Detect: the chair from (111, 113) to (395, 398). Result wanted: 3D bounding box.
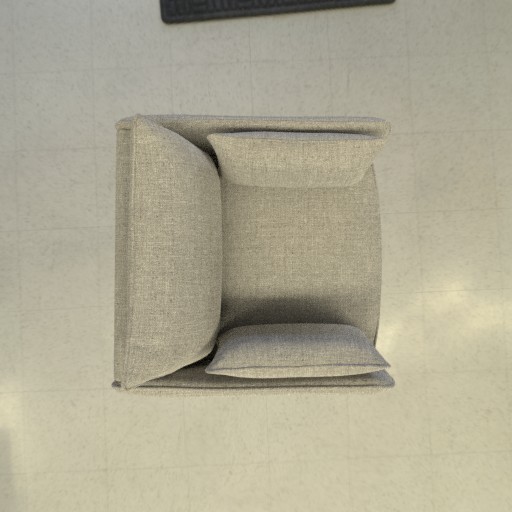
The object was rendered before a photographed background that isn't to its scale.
[{"bbox_3d":[0.000,0.000,1.666,0.976,0.839,0.993,0,88,0],"label":"chair"}]
